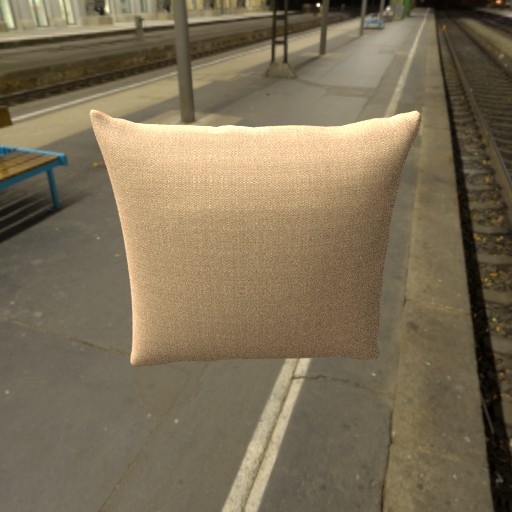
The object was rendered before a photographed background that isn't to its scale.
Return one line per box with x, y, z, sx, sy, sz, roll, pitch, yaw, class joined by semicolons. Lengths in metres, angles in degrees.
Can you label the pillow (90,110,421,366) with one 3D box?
0.000;0.000;0.806;0.521;0.519;0.215;-1;30;-2;pillow
